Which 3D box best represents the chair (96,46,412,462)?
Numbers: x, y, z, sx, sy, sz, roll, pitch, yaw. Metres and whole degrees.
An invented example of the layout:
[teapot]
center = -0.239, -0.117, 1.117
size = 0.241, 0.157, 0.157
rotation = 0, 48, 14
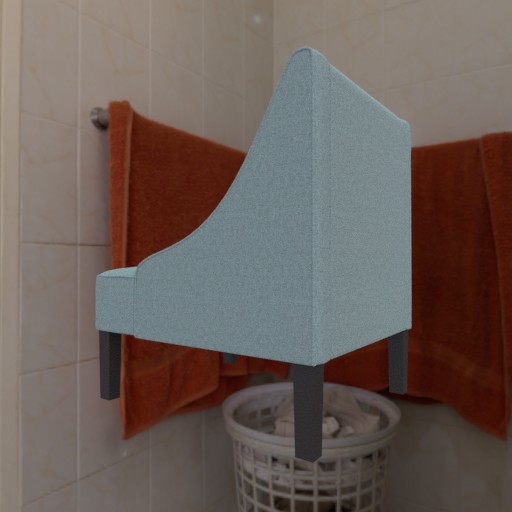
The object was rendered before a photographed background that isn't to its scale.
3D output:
[chair]
center = 0.000, 0.000, 1.819
size = 1.025, 1.133, 0.857
rotation = 0, -1, 36
